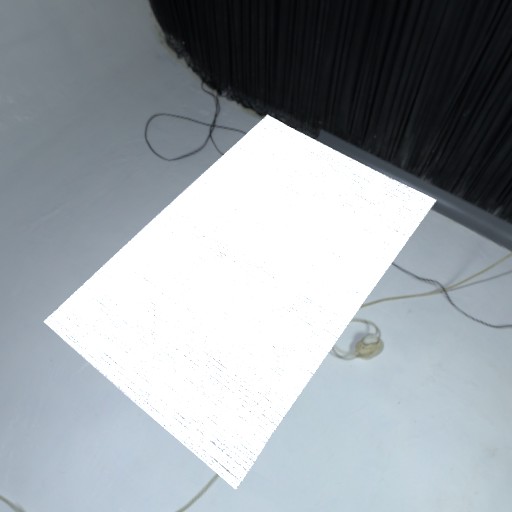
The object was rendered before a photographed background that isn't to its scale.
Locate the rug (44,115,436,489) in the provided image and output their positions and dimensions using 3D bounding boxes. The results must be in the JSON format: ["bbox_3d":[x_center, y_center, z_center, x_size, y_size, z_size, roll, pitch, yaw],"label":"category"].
[{"bbox_3d":[0.000,0.000,2.245,1.149,0.021,1.773,33,64,18],"label":"rug"}]
